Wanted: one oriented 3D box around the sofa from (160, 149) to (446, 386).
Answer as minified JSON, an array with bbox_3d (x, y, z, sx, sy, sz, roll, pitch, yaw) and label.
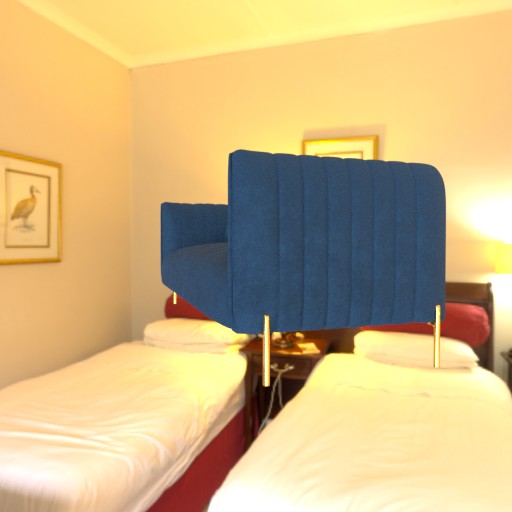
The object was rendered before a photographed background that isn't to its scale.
[{"bbox_3d":[0.000,0.000,2.545,0.896,0.793,2.136,-1,2,-18],"label":"sofa"}]
